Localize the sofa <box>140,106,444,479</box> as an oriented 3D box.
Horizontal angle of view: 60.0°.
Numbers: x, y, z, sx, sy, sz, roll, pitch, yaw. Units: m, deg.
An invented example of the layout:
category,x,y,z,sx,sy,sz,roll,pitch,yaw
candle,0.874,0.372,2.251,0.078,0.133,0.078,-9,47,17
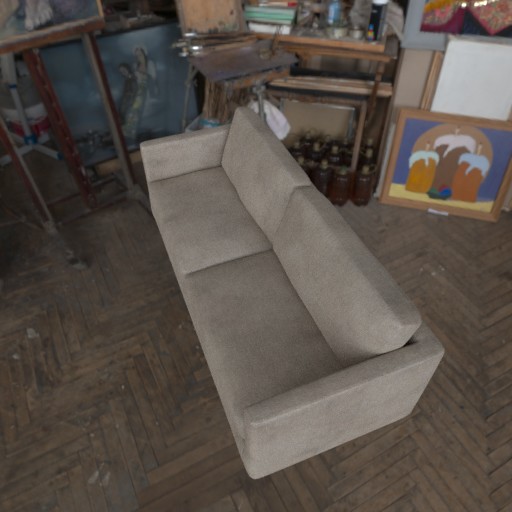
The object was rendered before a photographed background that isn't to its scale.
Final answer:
category,x,y,z,sx,sy,sz,roll,pitch,yaw
sofa,0.000,0.000,2.711,0.951,0.965,2.208,-16,48,-15
